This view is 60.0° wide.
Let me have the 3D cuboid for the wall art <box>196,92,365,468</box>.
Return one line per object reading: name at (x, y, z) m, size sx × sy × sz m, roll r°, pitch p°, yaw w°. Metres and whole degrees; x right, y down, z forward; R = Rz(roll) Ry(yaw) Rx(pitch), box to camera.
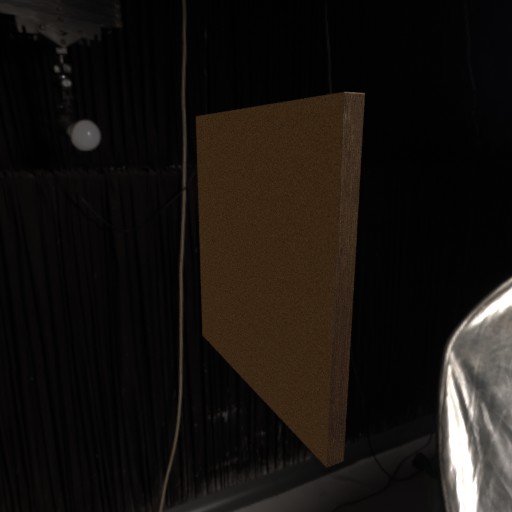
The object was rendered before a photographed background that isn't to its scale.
wall art at (0.000, 0.000, 0.951) m, size 0.042 × 0.608 × 0.611 m, roll -7°, pitch 16°, yaw -26°
